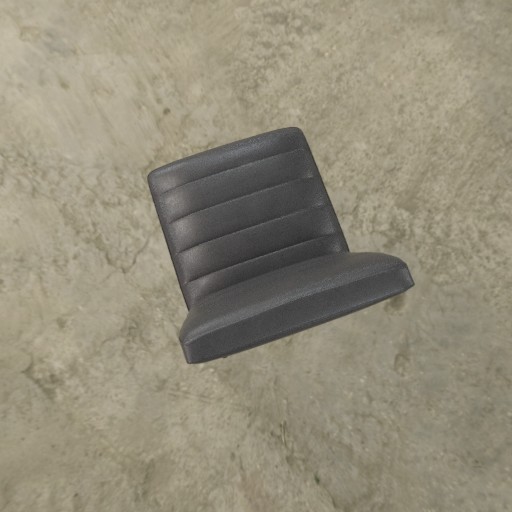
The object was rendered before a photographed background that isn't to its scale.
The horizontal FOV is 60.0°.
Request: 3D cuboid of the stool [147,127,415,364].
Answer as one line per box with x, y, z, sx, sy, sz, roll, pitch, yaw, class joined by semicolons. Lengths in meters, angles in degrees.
0.000;0.000;1.348;0.457;1.040;0.552;-19;77;-5;stool
